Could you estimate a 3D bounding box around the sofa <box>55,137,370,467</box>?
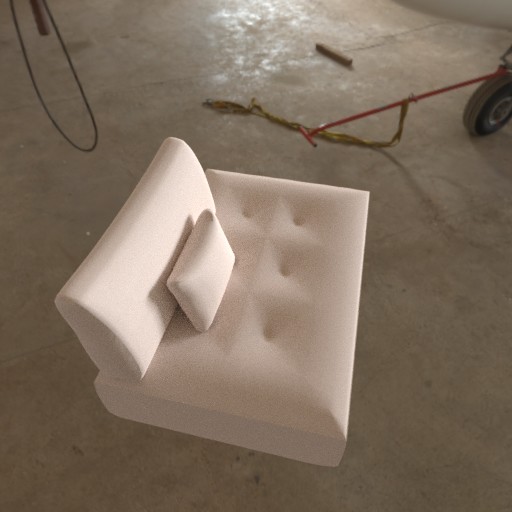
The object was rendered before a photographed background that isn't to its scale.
[{"bbox_3d":[0.000,0.000,2.054,1.000,0.820,1.450,10,47,9],"label":"sofa"}]
